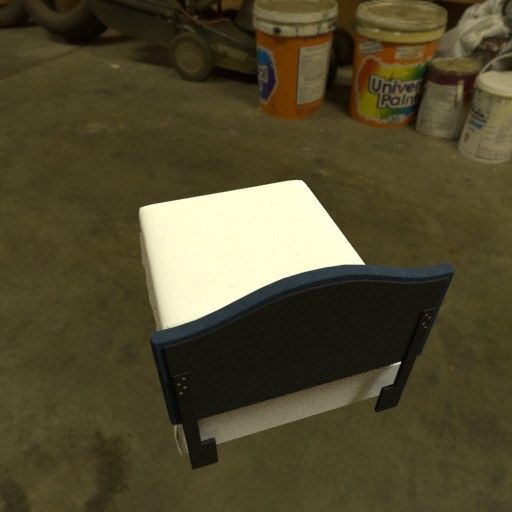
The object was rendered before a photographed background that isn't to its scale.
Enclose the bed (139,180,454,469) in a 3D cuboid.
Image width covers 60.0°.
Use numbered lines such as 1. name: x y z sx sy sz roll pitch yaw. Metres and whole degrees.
1. bed: 0.000 0.000 3.339 1.713 1.518 2.153 -12 43 -13
